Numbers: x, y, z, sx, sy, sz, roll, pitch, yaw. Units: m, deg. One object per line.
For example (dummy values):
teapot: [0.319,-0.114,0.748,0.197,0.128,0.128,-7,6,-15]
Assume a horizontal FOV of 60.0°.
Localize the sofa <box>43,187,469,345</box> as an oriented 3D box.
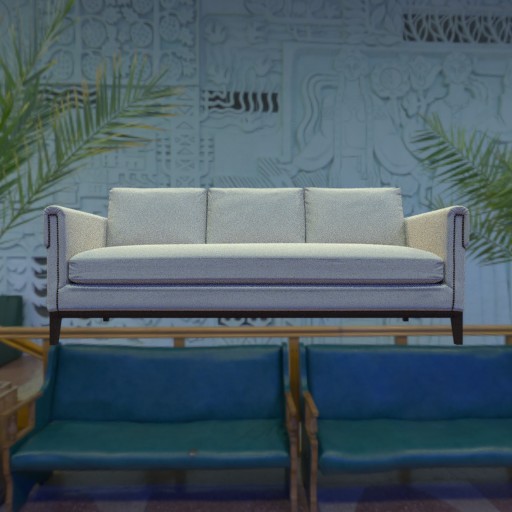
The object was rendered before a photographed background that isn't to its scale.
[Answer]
sofa: [0.000,0.000,2.682,2.198,0.911,0.902,0,0,0]
